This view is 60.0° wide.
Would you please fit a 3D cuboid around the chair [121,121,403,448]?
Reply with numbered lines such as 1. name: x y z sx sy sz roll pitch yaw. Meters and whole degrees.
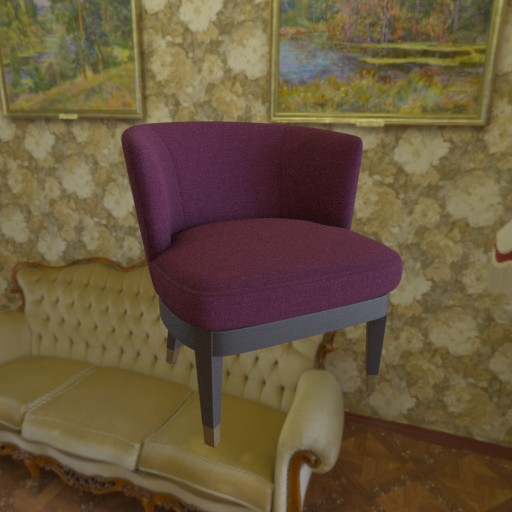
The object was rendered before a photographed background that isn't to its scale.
1. chair: 0.000 0.000 1.296 0.700 0.760 0.660 -8 18 -26
